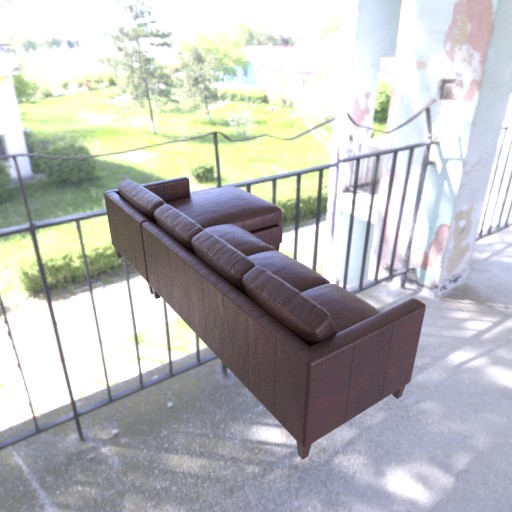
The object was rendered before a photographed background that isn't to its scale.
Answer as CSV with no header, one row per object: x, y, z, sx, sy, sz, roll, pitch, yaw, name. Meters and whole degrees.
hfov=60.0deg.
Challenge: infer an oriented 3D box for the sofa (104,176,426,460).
0.000,0.000,3.886,1.581,0.883,3.203,-17,32,-31,sofa
